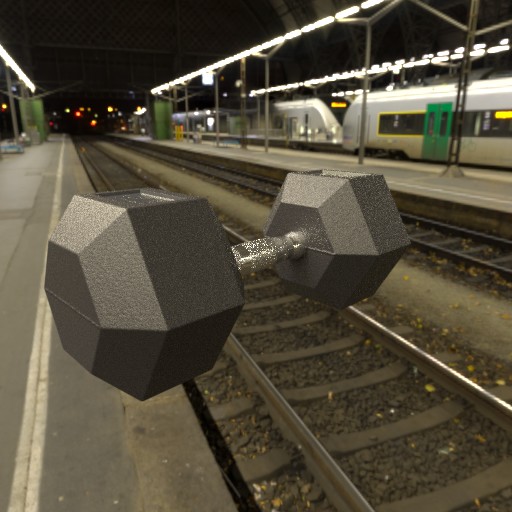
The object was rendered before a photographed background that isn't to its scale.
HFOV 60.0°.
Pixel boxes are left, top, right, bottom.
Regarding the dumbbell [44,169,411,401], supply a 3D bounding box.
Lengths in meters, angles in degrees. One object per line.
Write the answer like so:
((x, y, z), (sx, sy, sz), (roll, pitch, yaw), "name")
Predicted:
((0.000, 0.000, 0.323), (0.271, 0.106, 0.122), (-15, 22, -41), "dumbbell")
